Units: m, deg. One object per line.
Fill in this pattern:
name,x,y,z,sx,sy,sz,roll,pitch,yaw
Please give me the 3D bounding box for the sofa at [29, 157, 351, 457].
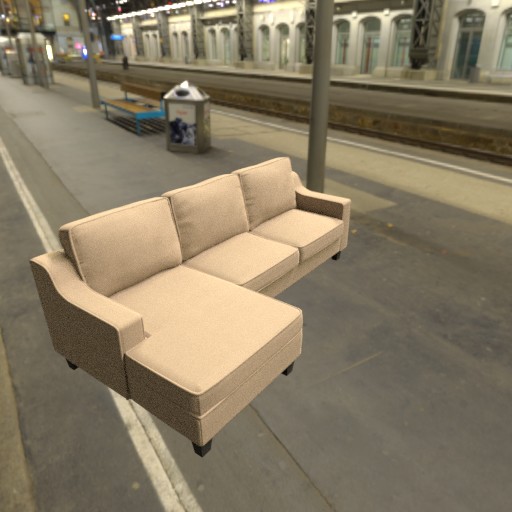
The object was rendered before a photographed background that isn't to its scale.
sofa,0.000,0.000,3.183,1.294,0.928,2.561,18,30,33
